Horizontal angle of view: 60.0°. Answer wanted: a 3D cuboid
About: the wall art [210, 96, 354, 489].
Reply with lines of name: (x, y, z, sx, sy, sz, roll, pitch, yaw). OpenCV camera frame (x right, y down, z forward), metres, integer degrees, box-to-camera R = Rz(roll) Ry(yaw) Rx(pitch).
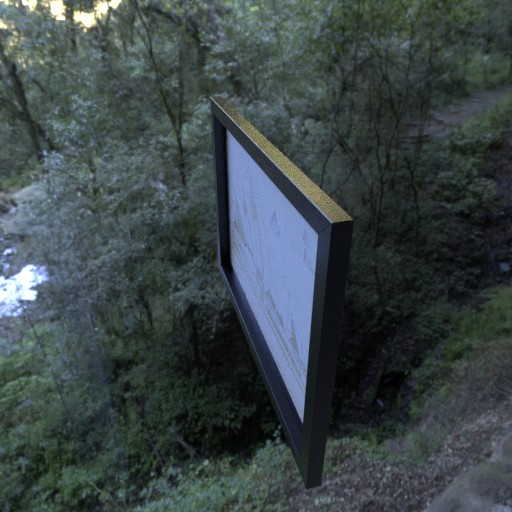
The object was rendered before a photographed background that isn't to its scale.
wall art: (0.000, 0.000, 0.841, 0.027, 0.458, 0.657, -8, 32, -14)
